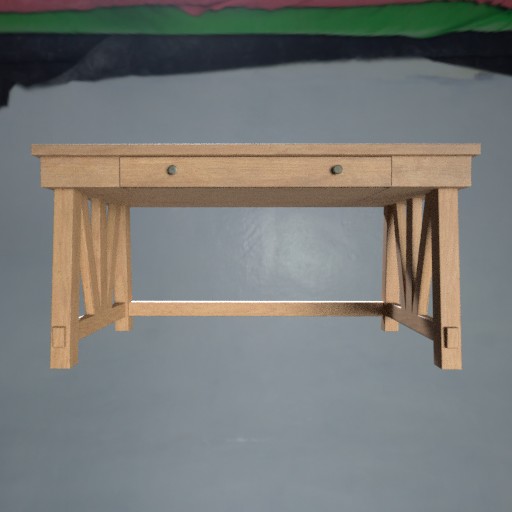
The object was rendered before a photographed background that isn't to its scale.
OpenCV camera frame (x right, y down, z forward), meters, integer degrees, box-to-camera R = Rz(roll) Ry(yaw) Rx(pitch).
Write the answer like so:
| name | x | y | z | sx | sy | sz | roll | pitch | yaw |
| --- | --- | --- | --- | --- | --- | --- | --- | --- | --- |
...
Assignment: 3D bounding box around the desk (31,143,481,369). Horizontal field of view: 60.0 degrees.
| name | x | y | z | sx | sy | sz | roll | pitch | yaw |
| --- | --- | --- | --- | --- | --- | --- | --- | --- | --- |
| desk | 0.000 | 0.000 | 1.890 | 1.499 | 0.762 | 0.813 | 0 | 1 | 0 |
